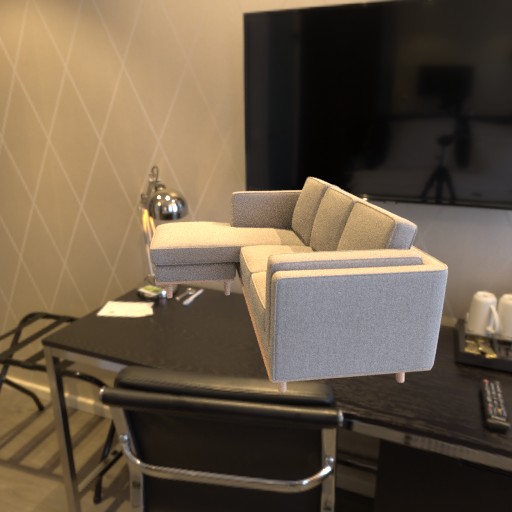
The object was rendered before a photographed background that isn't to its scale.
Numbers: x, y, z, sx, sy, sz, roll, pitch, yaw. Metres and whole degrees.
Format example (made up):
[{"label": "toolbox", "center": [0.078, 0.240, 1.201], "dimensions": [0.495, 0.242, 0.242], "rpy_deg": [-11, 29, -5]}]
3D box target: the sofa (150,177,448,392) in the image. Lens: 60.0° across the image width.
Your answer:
[{"label": "sofa", "center": [0.000, 0.000, 3.236], "dimensions": [1.604, 0.929, 2.411], "rpy_deg": [-2, 17, -8]}]
